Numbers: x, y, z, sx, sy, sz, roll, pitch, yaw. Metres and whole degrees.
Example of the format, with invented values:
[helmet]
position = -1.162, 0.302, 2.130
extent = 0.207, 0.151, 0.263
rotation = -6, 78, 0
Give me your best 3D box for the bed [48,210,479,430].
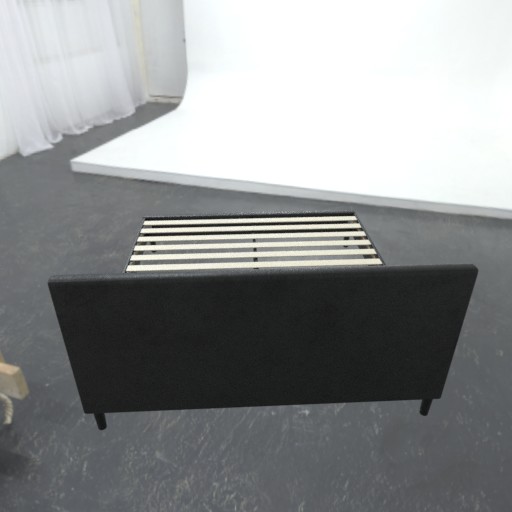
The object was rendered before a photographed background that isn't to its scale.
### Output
[bed]
position = 0.000, 0.000, 3.244
extent = 2.018, 1.046, 2.152
rotation = -2, 30, -3
